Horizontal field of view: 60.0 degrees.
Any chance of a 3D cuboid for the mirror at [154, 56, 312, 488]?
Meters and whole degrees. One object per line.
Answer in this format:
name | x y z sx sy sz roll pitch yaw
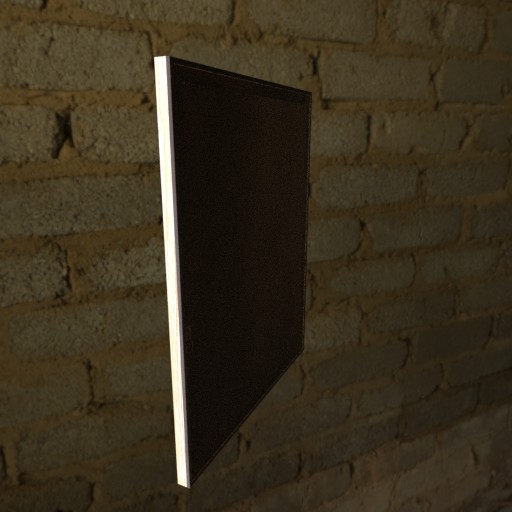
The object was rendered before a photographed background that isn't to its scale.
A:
mirror | 0.000 0.000 1.187 0.032 0.882 0.730 7 17 25
